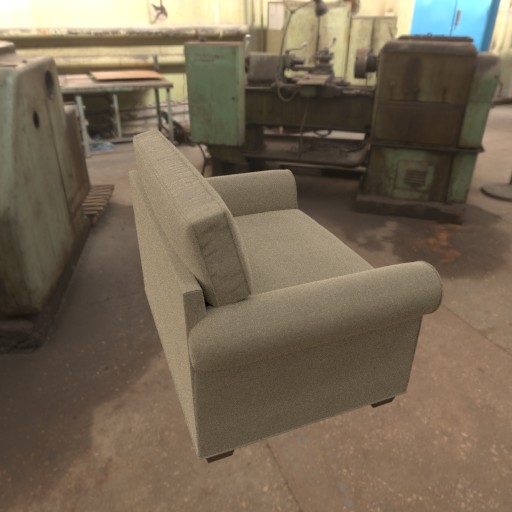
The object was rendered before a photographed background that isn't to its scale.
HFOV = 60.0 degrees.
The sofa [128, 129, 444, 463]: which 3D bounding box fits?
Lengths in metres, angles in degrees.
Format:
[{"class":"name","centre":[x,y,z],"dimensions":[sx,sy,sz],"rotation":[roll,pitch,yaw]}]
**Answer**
[{"class":"sofa","centre":[0.000,0.000,2.059],"dimensions":[0.936,0.991,1.405],"rotation":[-11,30,-19]}]
